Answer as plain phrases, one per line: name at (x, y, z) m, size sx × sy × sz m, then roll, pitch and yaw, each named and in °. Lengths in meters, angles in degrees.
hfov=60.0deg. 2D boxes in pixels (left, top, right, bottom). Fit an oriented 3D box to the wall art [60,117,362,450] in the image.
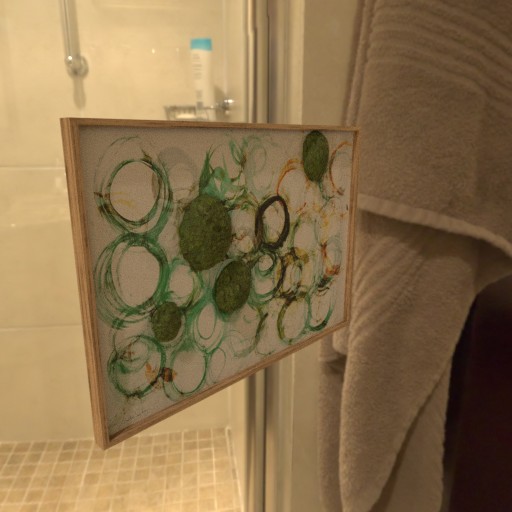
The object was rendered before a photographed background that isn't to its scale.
wall art at (0.000, 0.000, 1.063) m, size 0.063 × 0.609 × 0.841 m, roll 14°, pitch 21°, yaw 43°
